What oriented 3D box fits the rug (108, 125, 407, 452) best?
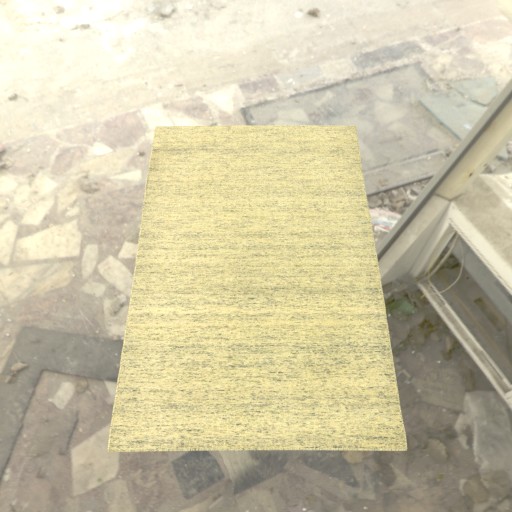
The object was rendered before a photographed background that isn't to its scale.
[{"bbox_3d":[0.000,0.000,2.790,1.523,0.017,2.263,0,60,0],"label":"rug"}]
